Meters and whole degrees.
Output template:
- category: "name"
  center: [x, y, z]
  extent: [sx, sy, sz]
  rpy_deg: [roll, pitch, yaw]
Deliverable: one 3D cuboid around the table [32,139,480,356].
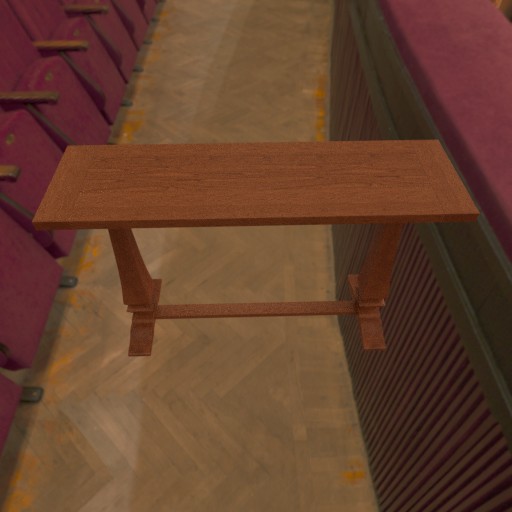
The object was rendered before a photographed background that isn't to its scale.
- category: "table"
  center: [0.000, 0.000, 1.926]
  extent: [1.478, 0.852, 0.461]
  rpy_deg: [-1, 47, -1]
